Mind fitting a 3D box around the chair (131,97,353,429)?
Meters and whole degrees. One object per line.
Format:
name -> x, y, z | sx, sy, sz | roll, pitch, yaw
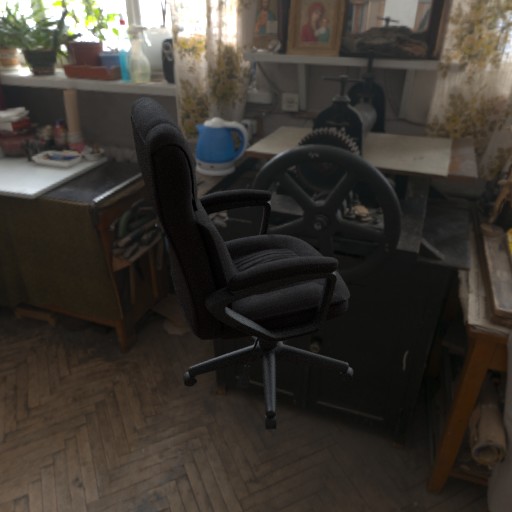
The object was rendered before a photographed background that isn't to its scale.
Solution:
chair -> 0.000, 0.000, 1.618 | 0.724, 1.105, 0.667 | -10, 32, -17
